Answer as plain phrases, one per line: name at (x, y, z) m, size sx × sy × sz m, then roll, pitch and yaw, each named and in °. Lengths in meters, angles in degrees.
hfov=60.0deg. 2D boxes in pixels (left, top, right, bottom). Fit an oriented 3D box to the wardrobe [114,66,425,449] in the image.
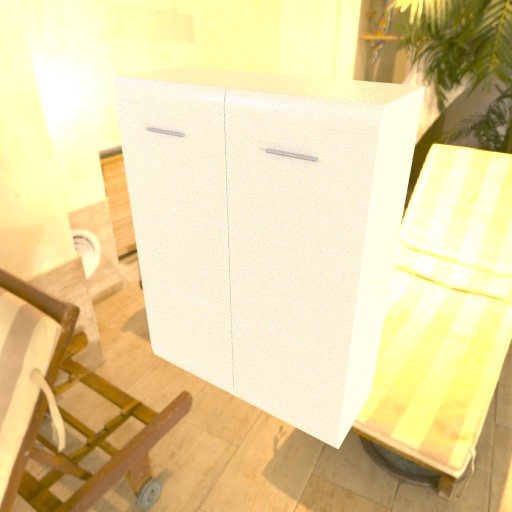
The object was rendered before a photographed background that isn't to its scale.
wardrobe at (0.000, 0.000, 1.620) m, size 0.900 × 1.200 × 0.360 m, roll 18°, pitch 34°, yaw 29°
